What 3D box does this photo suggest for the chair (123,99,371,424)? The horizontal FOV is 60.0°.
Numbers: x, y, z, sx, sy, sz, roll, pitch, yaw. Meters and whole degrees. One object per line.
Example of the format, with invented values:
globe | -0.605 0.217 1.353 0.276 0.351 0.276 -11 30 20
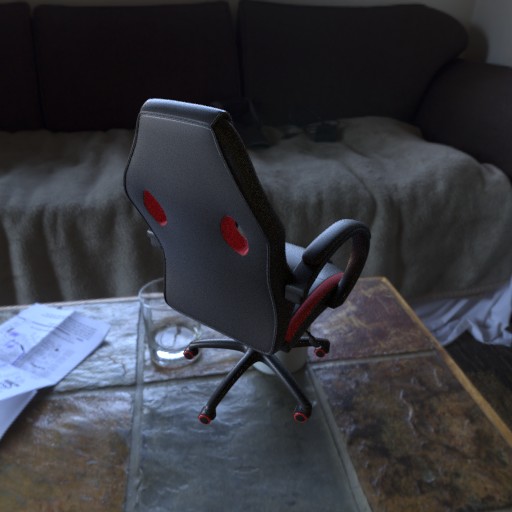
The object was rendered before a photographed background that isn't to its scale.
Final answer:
chair | 0.000 0.000 1.633 0.673 1.187 0.724 20 36 30
